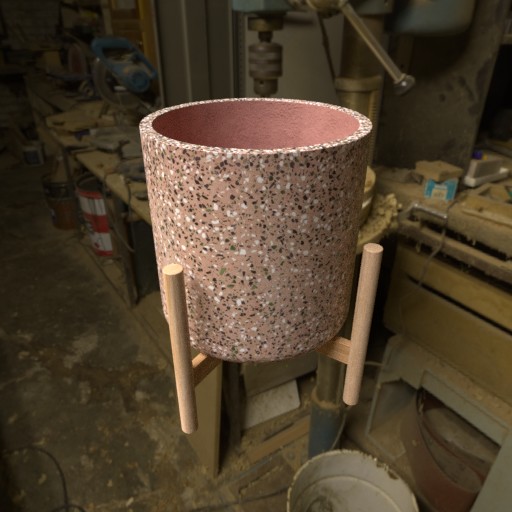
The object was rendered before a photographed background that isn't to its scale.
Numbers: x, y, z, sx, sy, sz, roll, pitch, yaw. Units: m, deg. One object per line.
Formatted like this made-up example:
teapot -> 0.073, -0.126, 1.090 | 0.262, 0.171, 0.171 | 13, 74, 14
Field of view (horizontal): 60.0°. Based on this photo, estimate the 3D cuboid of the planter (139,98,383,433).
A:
planter -> 0.000, 0.000, 0.695 | 0.360, 0.419, 0.360 | -19, 35, -29
